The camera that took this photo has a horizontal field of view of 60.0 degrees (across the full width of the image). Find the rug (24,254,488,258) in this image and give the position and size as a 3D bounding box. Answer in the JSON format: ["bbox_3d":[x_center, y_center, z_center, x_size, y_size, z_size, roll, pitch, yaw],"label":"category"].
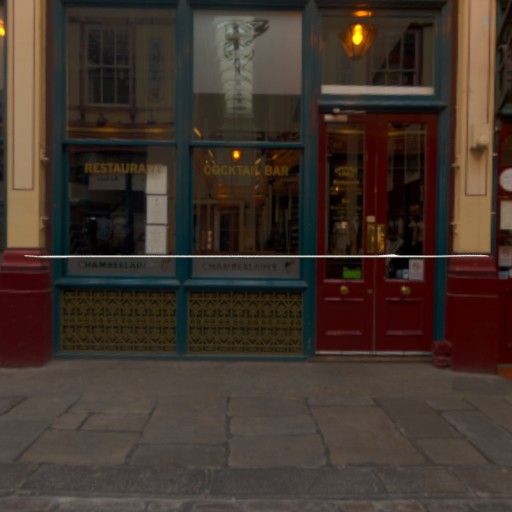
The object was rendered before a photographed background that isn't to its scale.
[{"bbox_3d":[0.000,0.000,3.060,2.434,0.023,1.518,0,0,-1],"label":"rug"}]
